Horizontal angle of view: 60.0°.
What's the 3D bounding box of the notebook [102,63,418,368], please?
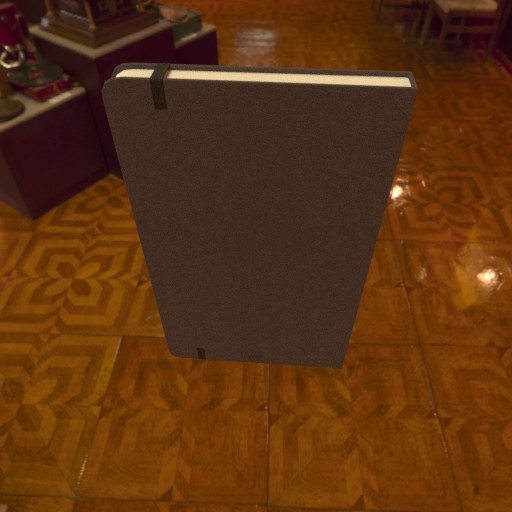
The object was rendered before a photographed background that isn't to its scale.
[{"bbox_3d":[0.000,0.000,0.256,0.127,0.213,0.016,3,46,3],"label":"notebook"}]
